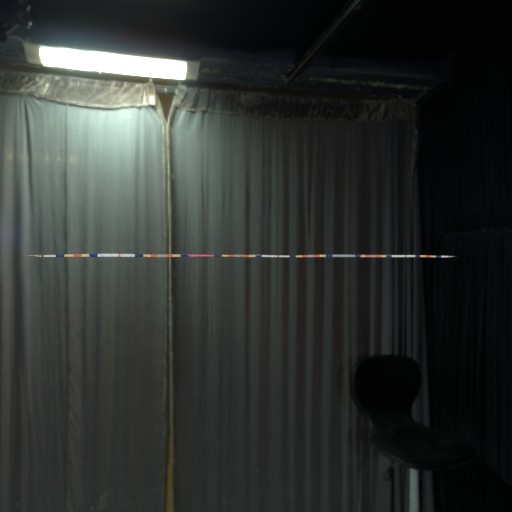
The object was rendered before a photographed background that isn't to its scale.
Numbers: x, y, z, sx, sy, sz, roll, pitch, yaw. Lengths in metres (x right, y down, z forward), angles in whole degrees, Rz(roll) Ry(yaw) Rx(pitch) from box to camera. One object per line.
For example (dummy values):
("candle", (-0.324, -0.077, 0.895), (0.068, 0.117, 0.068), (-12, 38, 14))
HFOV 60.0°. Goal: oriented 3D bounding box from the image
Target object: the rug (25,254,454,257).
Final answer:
("rug", (0.000, 0.000, 2.723), (2.455, 0.017, 0.695), (0, 0, -18))
